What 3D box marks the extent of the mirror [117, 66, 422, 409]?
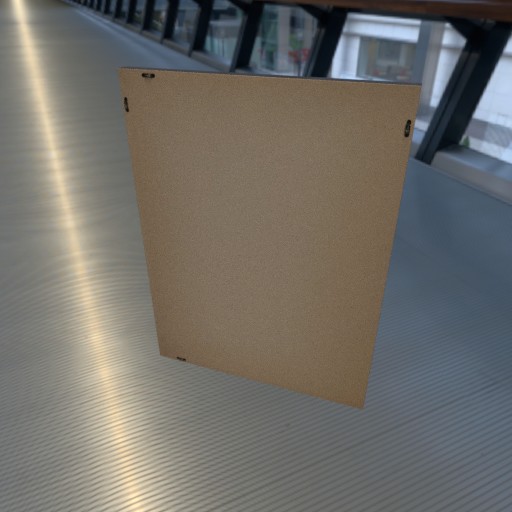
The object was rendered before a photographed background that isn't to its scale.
[{"bbox_3d":[0.000,0.000,1.329,0.762,1.016,0.041,10,32,17],"label":"mirror"}]
